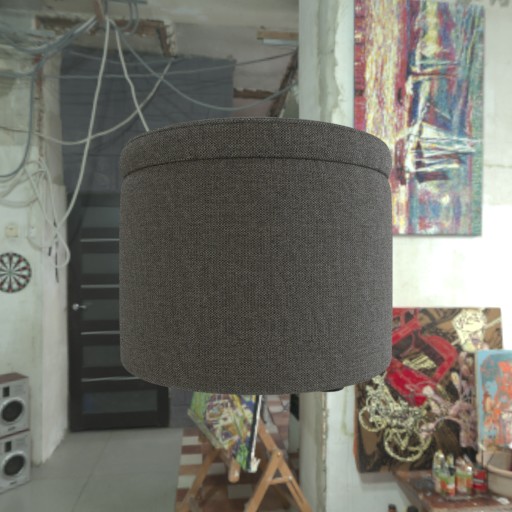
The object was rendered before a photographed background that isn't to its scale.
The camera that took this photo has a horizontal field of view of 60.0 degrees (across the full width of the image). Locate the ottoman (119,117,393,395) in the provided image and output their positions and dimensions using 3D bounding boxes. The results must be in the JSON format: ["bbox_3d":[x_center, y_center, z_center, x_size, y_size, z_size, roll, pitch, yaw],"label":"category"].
[{"bbox_3d":[0.000,0.000,0.883,0.520,0.430,0.520,0,0,0],"label":"ottoman"}]
